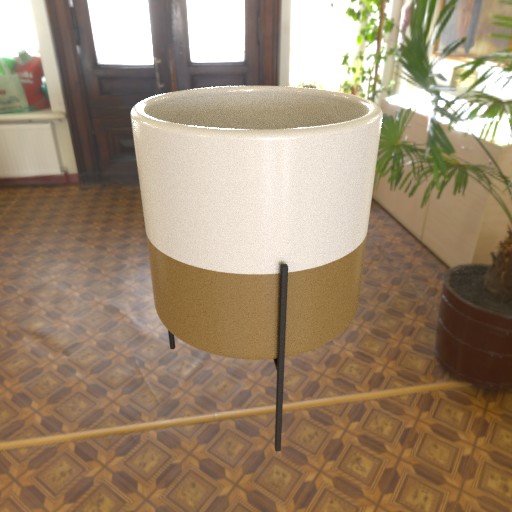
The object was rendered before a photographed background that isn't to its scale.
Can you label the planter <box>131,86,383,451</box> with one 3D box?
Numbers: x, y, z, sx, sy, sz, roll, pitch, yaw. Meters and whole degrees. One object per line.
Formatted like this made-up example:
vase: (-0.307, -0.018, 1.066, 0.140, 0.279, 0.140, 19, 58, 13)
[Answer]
planter: (0.000, 0.000, 0.649, 0.310, 0.432, 0.310, 18, 34, 30)
